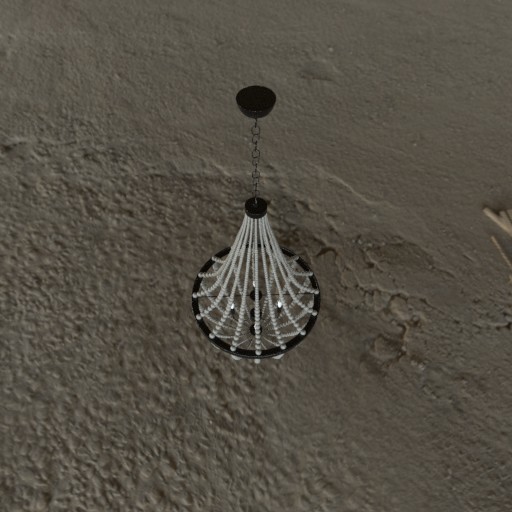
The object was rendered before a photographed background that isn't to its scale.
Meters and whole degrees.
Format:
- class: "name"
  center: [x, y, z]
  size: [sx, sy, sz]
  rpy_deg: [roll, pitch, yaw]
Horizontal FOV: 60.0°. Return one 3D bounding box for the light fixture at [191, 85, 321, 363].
- class: "light fixture"
  center: [0.000, 0.000, 1.335]
  size: [0.450, 1.133, 0.450]
  rpy_deg: [0, 57, 0]
